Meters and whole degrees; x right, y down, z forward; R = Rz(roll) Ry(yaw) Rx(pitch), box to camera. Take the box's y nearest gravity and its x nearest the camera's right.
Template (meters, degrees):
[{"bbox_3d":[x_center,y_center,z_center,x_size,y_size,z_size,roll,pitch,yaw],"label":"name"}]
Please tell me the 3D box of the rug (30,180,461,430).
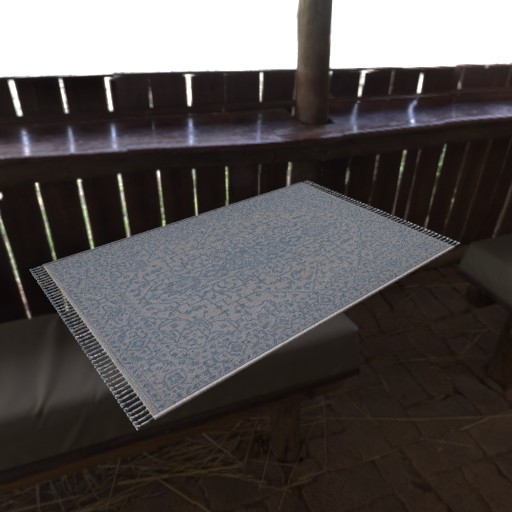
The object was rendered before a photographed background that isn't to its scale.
[{"bbox_3d":[0.000,0.000,2.938,2.438,0.010,1.524,-22,38,-32],"label":"rug"}]
